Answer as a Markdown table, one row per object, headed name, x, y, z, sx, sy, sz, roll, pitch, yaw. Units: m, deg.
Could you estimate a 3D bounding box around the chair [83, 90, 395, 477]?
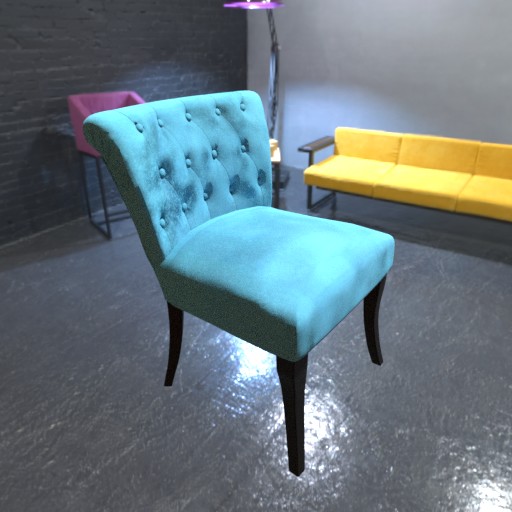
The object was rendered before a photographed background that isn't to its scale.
| name | x | y | z | sx | sy | sz | roll | pitch | yaw |
| --- | --- | --- | --- | --- | --- | --- | --- | --- | --- |
| chair | 0.000 | 0.000 | 1.167 | 0.605 | 0.750 | 0.582 | 19 | 32 | 32 |
